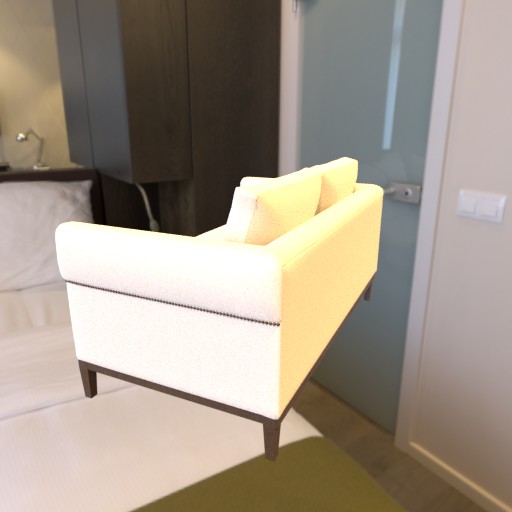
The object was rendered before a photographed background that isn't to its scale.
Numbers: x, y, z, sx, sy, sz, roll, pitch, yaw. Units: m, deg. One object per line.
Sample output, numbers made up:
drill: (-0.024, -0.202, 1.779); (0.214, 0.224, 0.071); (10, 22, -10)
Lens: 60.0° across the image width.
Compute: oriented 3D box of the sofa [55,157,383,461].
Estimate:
sofa: (0.000, 0.000, 2.156); (0.905, 0.873, 1.598); (8, 19, 24)
